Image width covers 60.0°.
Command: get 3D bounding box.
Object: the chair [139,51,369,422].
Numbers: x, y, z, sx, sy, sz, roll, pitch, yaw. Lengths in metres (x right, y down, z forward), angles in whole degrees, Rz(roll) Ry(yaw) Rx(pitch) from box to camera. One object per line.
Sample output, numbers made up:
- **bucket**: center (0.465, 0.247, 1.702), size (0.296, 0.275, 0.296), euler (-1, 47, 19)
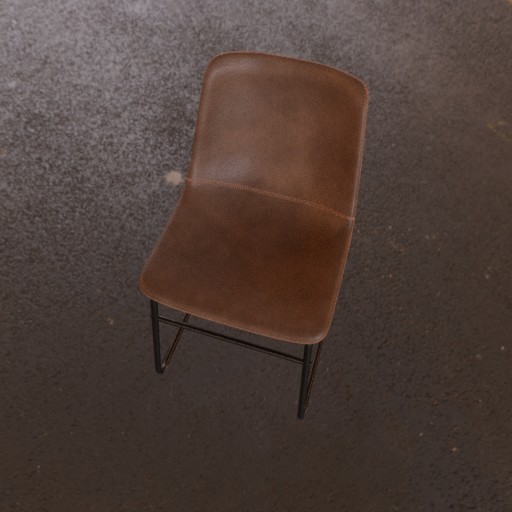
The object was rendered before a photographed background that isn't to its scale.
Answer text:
- **chair**: center (0.000, 0.000, 1.132), size (0.460, 0.780, 0.551), euler (15, 59, 9)
